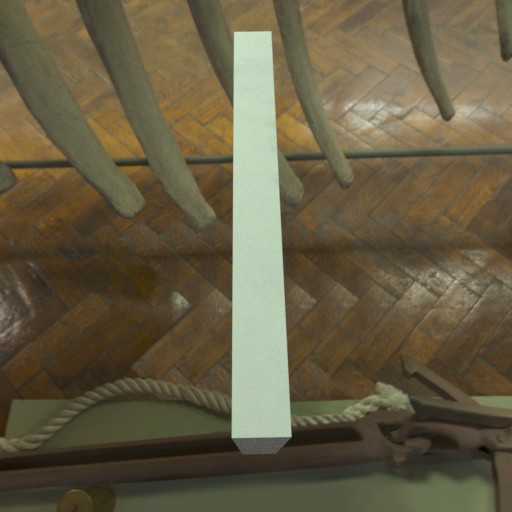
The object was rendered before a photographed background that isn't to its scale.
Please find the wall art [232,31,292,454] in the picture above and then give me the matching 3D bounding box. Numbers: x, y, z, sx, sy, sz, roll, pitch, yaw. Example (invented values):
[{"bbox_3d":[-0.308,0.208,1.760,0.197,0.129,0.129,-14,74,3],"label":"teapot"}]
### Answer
[{"bbox_3d":[0.000,0.000,0.478,0.038,0.254,0.381,-1,64,0],"label":"wall art"}]
